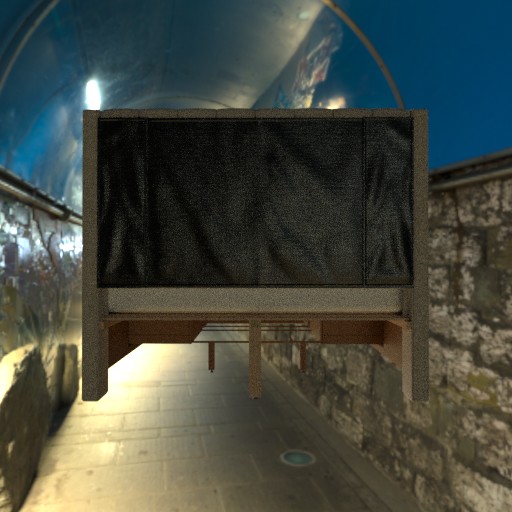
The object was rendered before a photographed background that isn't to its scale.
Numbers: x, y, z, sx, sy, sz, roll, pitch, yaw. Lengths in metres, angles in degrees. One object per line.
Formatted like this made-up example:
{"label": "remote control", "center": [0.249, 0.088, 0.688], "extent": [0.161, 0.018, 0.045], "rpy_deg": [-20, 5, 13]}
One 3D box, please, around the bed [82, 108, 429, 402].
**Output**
{"label": "bed", "center": [0.000, 0.000, 3.777], "extent": [2.044, 1.748, 2.372], "rpy_deg": [0, 0, 0]}
